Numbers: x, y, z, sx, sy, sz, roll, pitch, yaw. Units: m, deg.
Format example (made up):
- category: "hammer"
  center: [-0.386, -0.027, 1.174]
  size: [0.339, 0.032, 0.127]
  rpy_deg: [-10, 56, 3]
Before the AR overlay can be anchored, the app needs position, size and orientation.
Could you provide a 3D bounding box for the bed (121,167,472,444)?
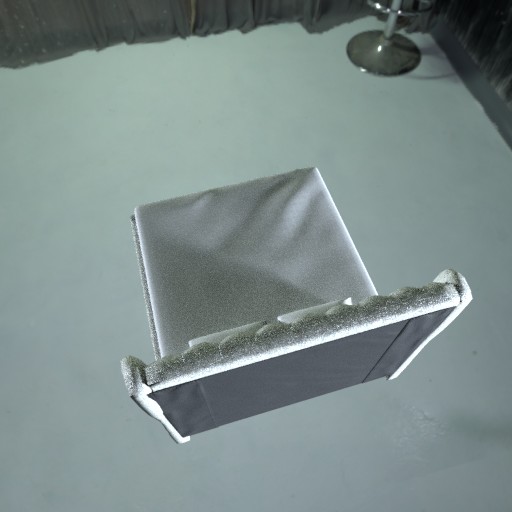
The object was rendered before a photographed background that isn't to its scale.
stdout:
- category: "bed"
  center: [0.000, 0.000, 3.898]
  size: [2.219, 1.771, 2.347]
  rpy_deg: [-14, 60, -8]
